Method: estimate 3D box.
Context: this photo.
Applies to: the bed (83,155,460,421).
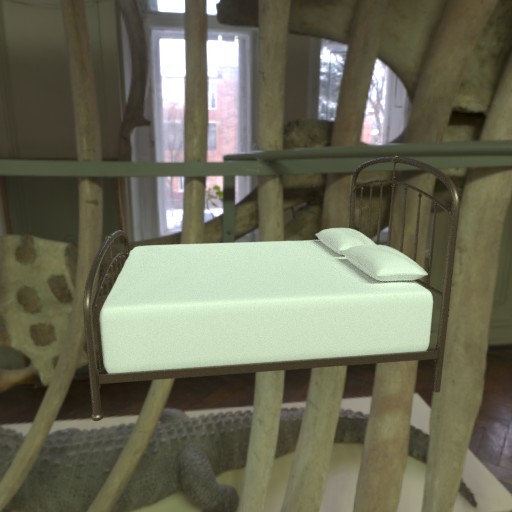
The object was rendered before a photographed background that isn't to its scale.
[{"bbox_3d":[0.000,0.000,3.331,2.168,1.475,1.711,-2,14,-8],"label":"bed"}]
